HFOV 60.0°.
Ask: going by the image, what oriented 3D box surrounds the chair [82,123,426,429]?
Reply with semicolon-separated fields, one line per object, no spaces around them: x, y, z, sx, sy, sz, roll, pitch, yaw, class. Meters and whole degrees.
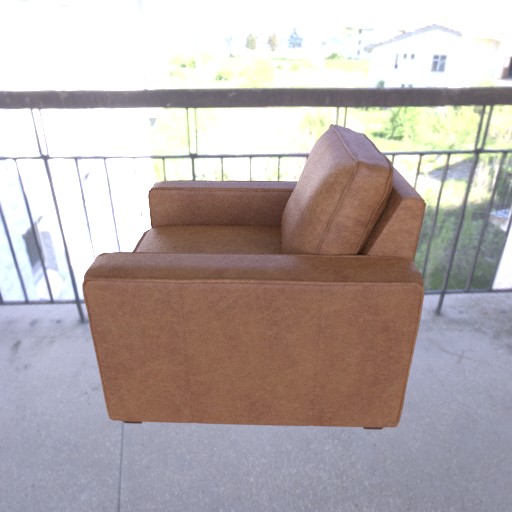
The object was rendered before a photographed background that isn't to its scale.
0.000;0.000;1.711;1.027;0.901;0.987;-1;27;-1;chair
